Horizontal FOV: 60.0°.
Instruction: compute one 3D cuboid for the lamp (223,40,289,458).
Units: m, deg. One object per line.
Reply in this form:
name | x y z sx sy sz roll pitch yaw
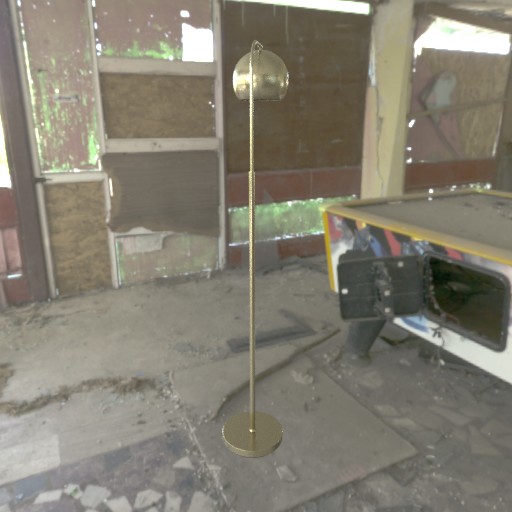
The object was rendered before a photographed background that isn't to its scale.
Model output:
lamp | 0.000 0.000 1.717 0.250 1.526 0.431 3 17 9
